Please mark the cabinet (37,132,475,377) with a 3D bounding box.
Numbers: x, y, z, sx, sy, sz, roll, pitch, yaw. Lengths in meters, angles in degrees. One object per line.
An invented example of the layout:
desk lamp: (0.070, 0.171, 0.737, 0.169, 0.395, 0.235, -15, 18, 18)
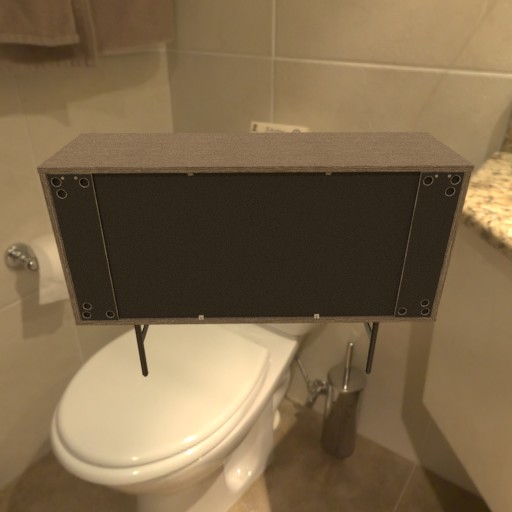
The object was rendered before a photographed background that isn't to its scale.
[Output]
cabinet: (0.000, 0.000, 1.575, 1.194, 0.787, 0.405, 0, 29, -1)
